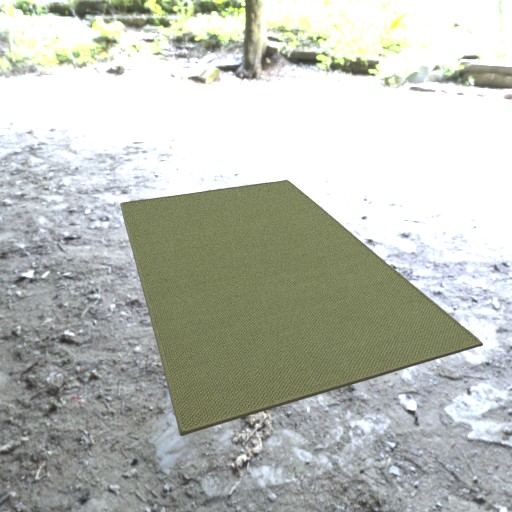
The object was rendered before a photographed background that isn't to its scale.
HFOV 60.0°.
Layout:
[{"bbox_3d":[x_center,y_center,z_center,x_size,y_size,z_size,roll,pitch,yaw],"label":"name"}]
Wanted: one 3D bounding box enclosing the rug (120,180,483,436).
[{"bbox_3d":[0.000,0.000,2.048,1.067,0.013,1.676,-11,32,-17],"label":"rug"}]
